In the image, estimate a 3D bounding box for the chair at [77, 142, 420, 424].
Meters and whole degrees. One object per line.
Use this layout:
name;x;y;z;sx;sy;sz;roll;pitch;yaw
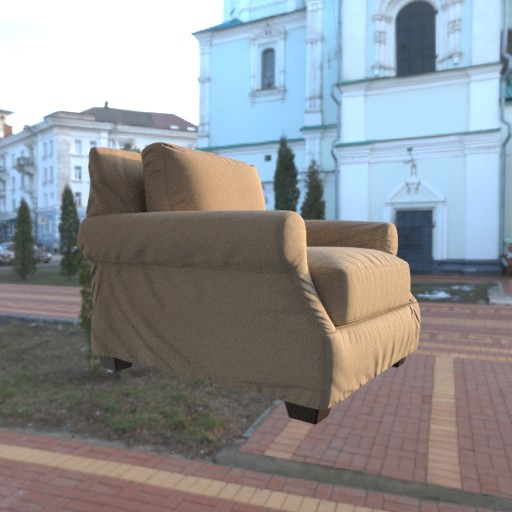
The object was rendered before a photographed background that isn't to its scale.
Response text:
chair;0.000;0.000;1.732;1.066;0.866;0.940;1;2;36
